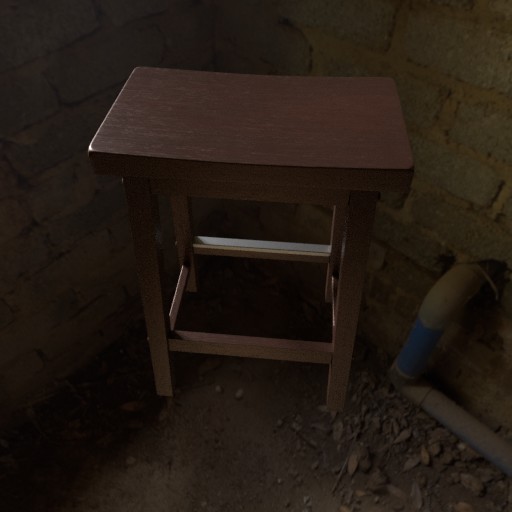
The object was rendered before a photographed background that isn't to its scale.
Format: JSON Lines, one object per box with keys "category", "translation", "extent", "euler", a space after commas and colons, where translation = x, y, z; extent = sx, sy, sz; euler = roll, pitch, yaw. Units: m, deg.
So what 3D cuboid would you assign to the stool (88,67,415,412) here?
{"category": "stool", "translation": [0.000, 0.000, 0.843], "extent": [0.406, 0.610, 0.322], "euler": [4, 49, 4]}
